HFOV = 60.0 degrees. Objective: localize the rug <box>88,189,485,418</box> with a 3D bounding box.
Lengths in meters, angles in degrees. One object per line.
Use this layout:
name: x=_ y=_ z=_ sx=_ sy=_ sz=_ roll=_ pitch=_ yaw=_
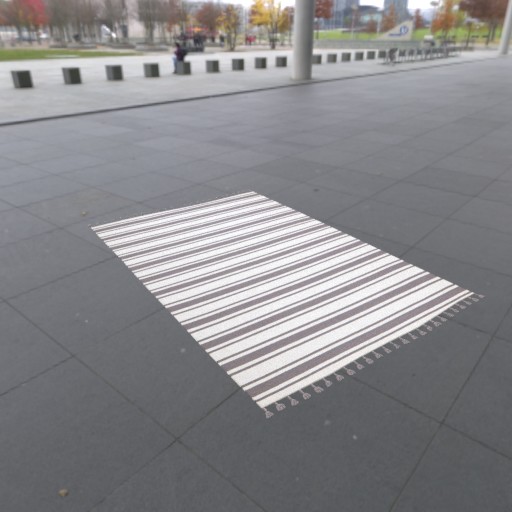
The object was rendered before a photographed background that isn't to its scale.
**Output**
rug: x=0.000 y=0.000 z=3.016 sx=1.563 sy=0.014 sz=2.425 roll=-17 pitch=31 yaw=-31
